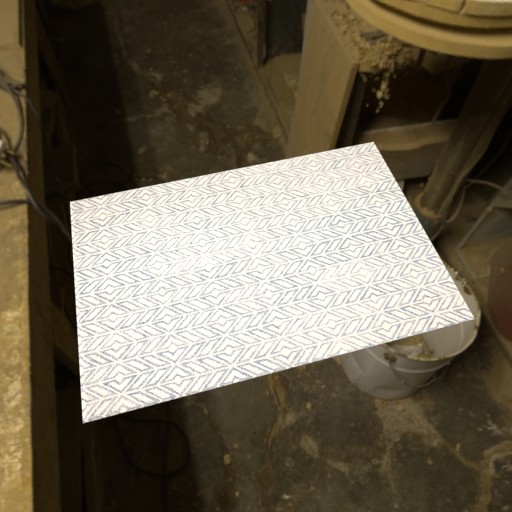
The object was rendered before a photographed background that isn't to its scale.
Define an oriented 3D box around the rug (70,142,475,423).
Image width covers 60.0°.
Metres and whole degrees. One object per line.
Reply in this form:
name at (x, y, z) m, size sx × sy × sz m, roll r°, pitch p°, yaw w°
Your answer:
rug at (0.000, 0.000, 2.291) m, size 1.824 × 0.008 × 1.220 m, roll -13°, pitch 59°, yaw -8°
